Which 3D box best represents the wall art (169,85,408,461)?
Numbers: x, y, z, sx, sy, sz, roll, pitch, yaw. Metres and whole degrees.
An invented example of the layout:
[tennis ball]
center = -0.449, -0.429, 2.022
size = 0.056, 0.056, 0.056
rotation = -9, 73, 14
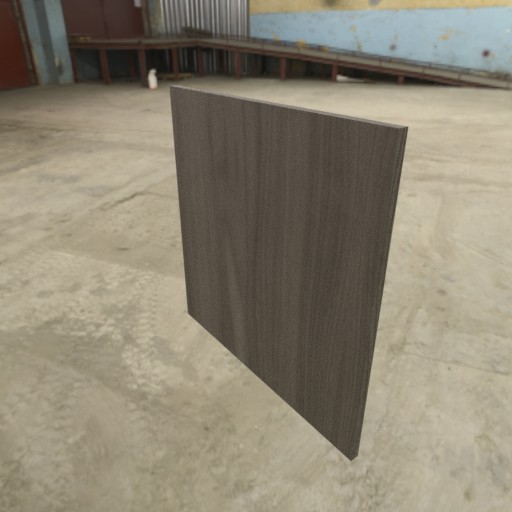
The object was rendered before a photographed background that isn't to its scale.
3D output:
[wall art]
center = 0.000, 0.000, 0.758
size = 0.016, 0.507, 0.508
rotation = -19, 33, -33
